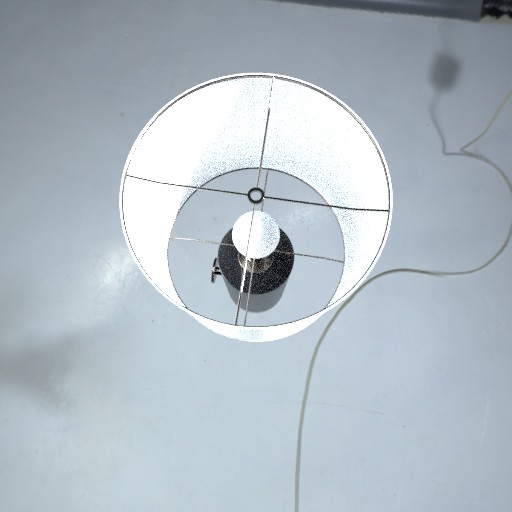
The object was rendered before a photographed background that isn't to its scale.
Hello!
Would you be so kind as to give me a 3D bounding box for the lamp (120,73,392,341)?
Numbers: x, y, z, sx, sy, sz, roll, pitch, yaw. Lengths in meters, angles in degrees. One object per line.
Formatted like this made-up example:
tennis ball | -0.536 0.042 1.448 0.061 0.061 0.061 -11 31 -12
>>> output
lamp | 0.000 0.000 0.626 0.240 0.482 0.241 8 77 2
